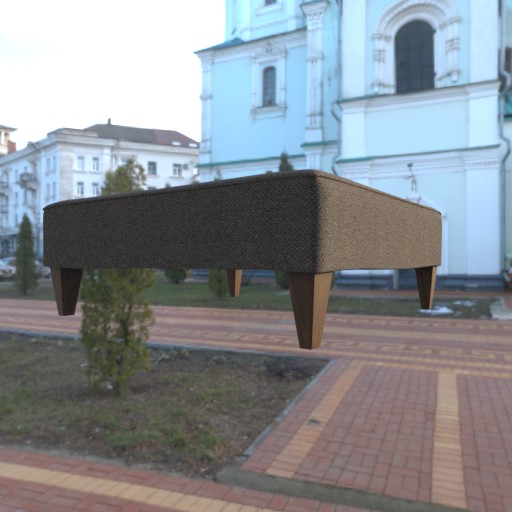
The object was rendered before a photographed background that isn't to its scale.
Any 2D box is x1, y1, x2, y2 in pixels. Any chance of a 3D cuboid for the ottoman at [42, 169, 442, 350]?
[{"bbox_3d":[0.000,0.000,1.492,0.981,0.378,0.970,0,0,36],"label":"ottoman"}]
